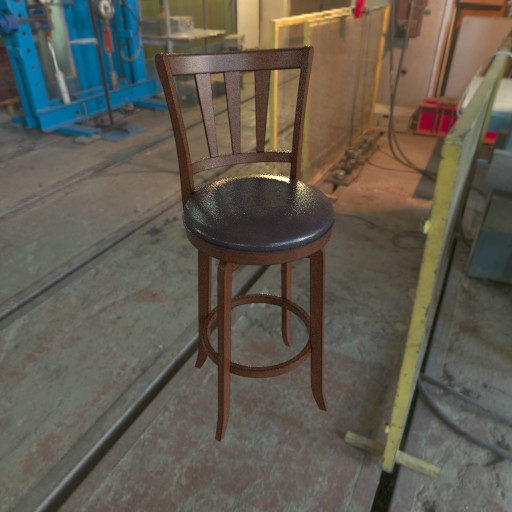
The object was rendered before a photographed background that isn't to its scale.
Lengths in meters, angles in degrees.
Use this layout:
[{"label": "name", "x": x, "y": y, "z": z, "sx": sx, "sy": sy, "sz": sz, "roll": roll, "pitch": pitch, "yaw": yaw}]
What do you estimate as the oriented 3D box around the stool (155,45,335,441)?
[{"label": "stool", "x": 0.000, "y": 0.000, "z": 1.429, "sx": 0.464, "sy": 1.177, "sz": 0.503, "roll": -10, "pitch": 34, "yaw": -15}]
